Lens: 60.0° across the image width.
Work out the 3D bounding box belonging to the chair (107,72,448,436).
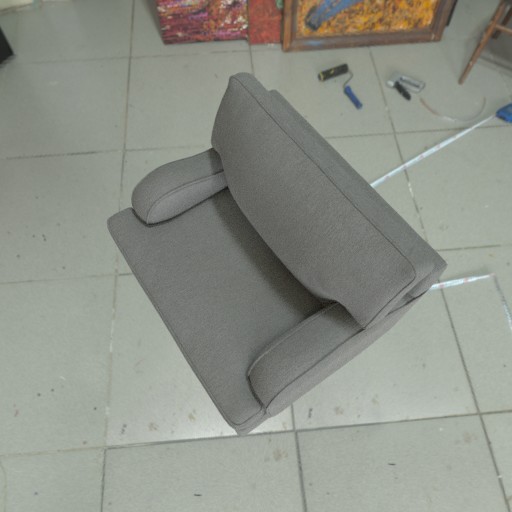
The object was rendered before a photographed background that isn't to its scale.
[{"bbox_3d":[0.000,0.000,2.091,1.041,1.016,1.220,-31,67,-15],"label":"chair"}]
